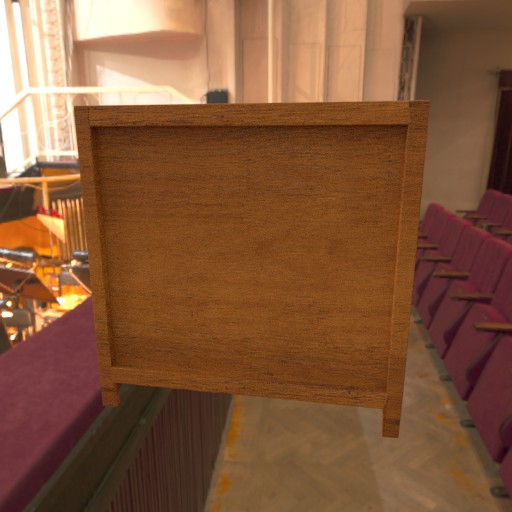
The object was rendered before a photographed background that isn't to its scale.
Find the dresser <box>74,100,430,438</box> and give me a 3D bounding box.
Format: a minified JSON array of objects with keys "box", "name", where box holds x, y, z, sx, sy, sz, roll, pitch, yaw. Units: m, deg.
[{"box":[0.000,0.000,1.280,0.804,0.804,0.427,3,15,10],"name":"dresser"}]
